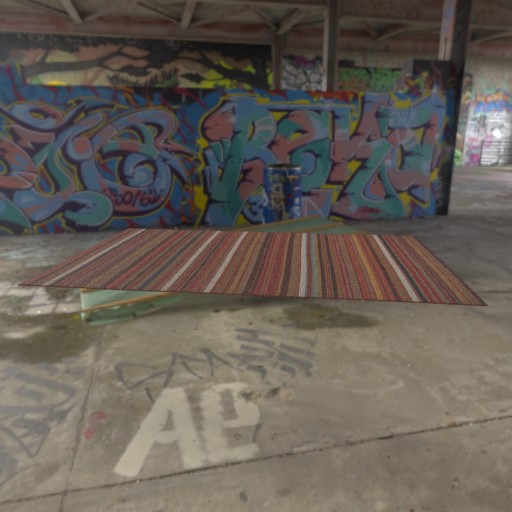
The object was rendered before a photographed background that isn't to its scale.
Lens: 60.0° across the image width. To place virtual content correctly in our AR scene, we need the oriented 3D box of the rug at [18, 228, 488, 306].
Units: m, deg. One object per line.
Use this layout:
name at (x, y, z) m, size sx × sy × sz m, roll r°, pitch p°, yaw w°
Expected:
rug at (0.000, 0.000, 3.004) m, size 2.438 × 0.008 × 1.523 m, roll 2°, pitch 15°, yaw 7°
